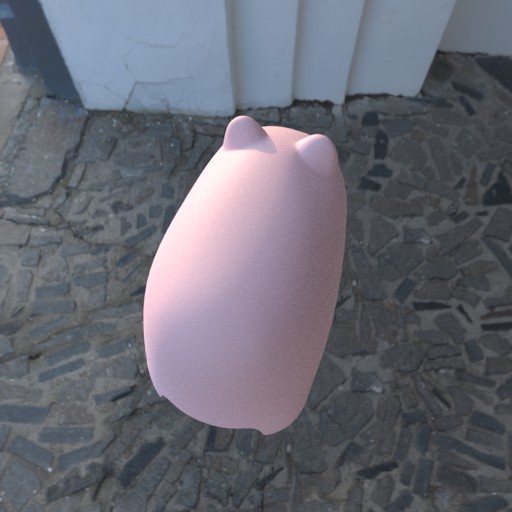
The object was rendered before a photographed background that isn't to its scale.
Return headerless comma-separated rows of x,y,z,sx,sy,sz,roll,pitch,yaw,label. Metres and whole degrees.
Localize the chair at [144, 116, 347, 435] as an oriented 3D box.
0.000,0.000,0.875,0.364,0.423,0.619,17,63,9,chair
